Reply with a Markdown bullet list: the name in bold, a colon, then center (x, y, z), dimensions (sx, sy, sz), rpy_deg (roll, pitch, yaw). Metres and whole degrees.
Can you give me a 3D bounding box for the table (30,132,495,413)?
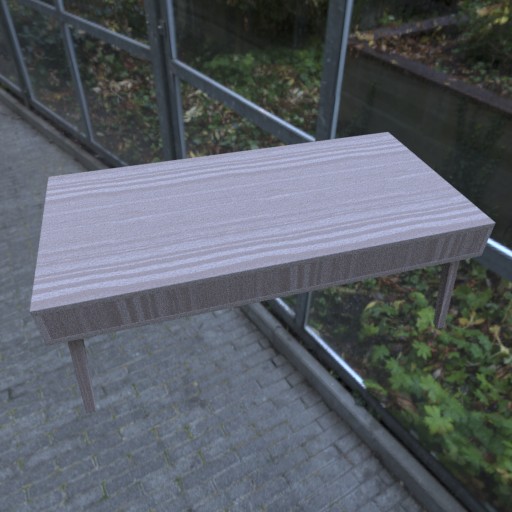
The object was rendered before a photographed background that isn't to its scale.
- **table**: center (0.000, 0.000, 1.458), dimensions (1.200, 0.450, 0.600), rpy_deg (-10, 41, -12)
